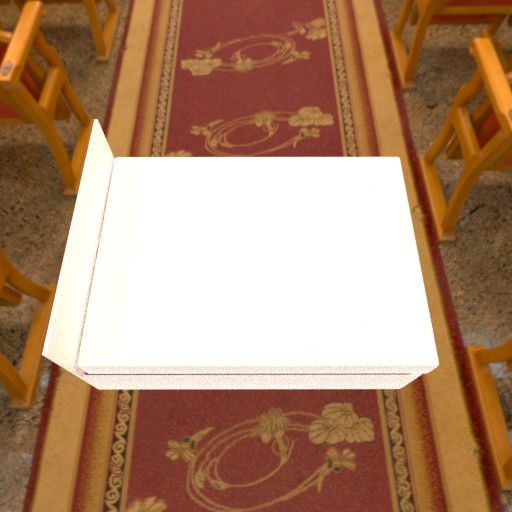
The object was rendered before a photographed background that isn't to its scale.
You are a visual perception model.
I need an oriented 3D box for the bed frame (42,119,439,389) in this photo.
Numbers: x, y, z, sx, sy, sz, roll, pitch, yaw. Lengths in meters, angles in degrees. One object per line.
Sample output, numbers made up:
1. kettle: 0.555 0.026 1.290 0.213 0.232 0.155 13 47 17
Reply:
1. bed frame: 0.000 0.000 2.643 1.900 0.800 1.400 0 63 0
